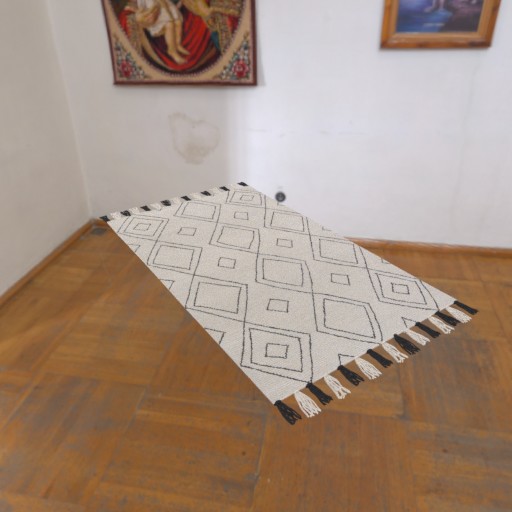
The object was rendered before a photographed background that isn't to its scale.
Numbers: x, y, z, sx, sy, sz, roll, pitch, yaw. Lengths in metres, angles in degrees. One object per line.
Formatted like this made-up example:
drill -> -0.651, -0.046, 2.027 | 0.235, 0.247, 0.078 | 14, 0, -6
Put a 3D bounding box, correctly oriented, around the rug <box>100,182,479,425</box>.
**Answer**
rug -> 0.000, 0.000, 3.362 | 1.524, 0.021, 2.755 | -19, 36, -29
